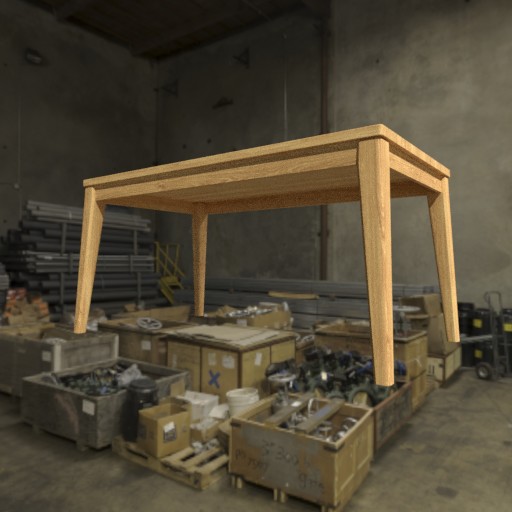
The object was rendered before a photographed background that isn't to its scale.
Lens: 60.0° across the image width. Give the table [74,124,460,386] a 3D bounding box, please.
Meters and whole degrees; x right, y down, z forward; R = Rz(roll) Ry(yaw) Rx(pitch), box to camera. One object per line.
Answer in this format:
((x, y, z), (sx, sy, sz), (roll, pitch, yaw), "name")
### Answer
((0.000, 0.000, 2.094), (1.600, 0.760, 0.900), (-1, -1, 36), "table")
